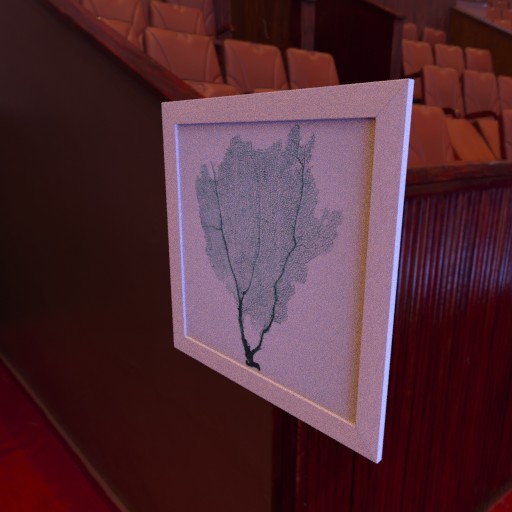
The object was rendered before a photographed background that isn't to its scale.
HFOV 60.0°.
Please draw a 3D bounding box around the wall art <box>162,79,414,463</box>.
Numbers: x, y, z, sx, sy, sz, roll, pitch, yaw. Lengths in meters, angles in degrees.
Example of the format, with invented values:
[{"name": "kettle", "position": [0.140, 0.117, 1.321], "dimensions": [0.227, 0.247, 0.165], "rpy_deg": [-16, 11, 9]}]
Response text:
[{"name": "wall art", "position": [0.000, 0.000, 0.838], "dimensions": [0.015, 0.577, 0.572], "rpy_deg": [-14, 21, -42]}]
